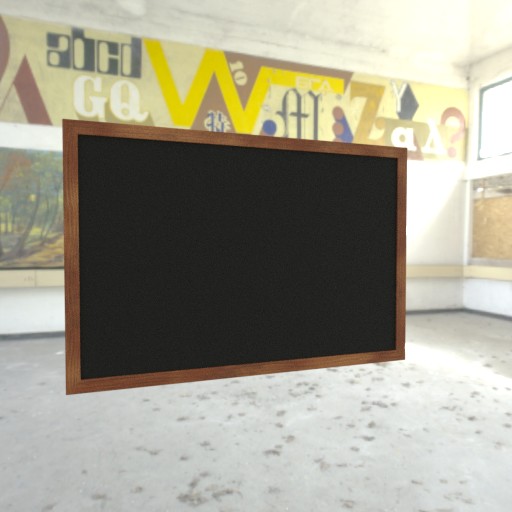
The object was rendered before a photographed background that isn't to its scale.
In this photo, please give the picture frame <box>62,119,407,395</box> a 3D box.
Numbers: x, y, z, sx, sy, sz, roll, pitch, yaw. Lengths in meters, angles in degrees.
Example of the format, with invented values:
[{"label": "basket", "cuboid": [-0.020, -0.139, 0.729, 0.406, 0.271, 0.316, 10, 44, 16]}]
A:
[{"label": "picture frame", "cuboid": [0.000, 0.000, 1.195, 0.950, 0.640, 0.029, -1, 2, -19]}]
